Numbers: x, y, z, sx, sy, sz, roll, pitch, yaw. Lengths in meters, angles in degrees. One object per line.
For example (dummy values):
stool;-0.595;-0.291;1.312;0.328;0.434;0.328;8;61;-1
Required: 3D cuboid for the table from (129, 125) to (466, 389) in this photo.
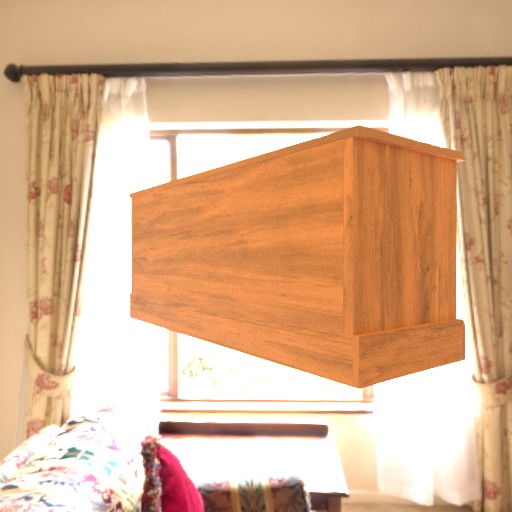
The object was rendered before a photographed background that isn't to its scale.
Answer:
table;0.000;0.000;1.456;0.400;0.510;1.200;0;0;-37
